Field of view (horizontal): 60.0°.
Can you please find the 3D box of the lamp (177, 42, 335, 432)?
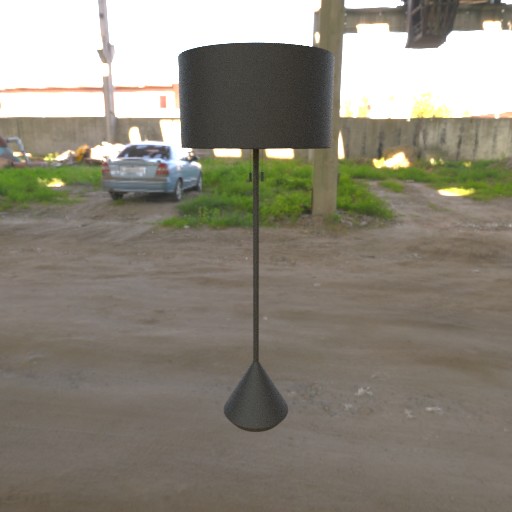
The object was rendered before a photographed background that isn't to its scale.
[{"bbox_3d":[0.000,0.000,1.848,0.580,1.526,0.580,-7,16,-26],"label":"lamp"}]
